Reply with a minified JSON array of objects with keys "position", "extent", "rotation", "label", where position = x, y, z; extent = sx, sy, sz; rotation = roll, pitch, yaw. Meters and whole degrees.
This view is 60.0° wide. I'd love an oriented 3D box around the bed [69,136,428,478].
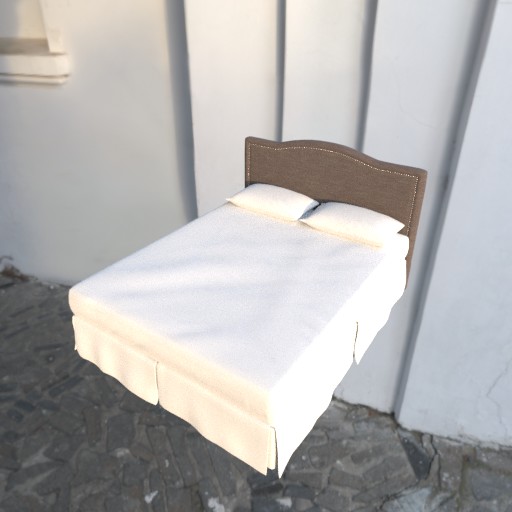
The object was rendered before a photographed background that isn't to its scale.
[{"position":[0.000,0.000,3.989],"extent":[2.161,1.457,2.689],"rotation":[19,35,29],"label":"bed"}]
